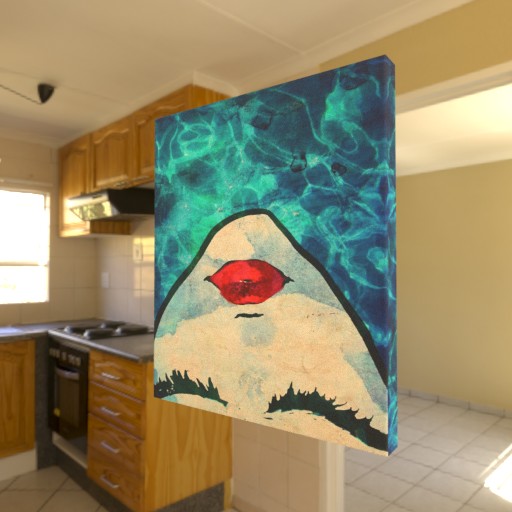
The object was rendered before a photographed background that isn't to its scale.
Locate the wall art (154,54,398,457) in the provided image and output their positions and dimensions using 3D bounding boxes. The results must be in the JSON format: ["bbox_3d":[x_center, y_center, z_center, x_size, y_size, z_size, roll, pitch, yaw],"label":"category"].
[{"bbox_3d":[0.000,0.000,0.699,0.432,0.508,0.038,-1,-1,36],"label":"wall art"}]
